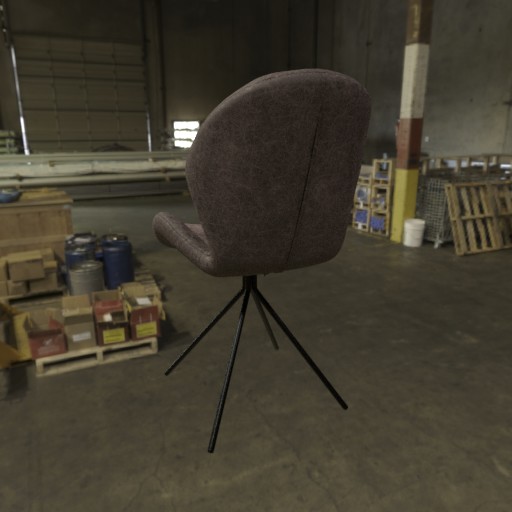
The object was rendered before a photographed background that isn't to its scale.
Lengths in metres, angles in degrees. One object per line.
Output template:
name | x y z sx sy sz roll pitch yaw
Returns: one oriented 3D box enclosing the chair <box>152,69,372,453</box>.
chair | 0.000 0.000 1.280 0.527 0.934 0.640 -7 17 -25
